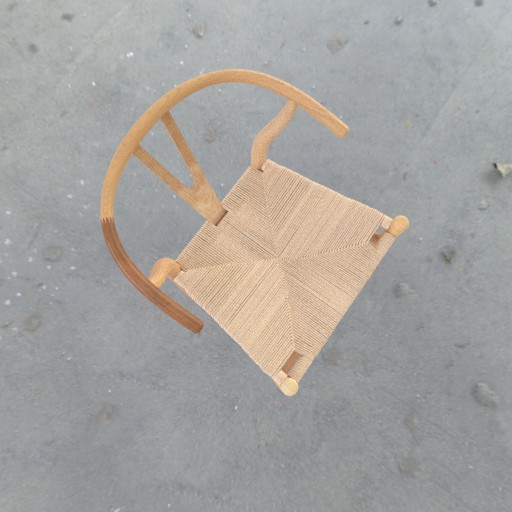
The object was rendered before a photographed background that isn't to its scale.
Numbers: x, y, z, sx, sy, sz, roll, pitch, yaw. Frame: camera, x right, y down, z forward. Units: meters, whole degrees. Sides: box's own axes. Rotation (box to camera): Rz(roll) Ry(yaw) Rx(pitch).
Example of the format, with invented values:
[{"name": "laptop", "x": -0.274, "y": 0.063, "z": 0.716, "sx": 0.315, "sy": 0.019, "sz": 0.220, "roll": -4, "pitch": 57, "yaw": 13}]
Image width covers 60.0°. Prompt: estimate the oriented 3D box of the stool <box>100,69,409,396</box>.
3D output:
[{"name": "stool", "x": 0.000, "y": 0.000, "z": 1.275, "sx": 0.575, "sy": 0.923, "sz": 0.536, "roll": 35, "pitch": 79, "yaw": 8}]
